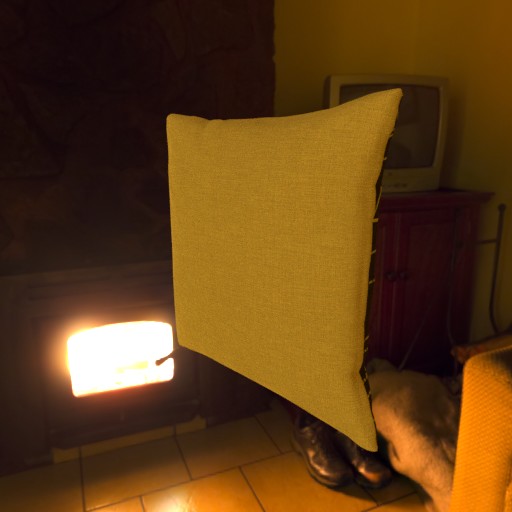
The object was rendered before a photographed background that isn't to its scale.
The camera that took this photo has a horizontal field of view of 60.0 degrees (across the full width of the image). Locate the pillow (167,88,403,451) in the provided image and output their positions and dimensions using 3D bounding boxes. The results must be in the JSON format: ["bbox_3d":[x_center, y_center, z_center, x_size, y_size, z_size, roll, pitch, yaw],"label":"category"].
[{"bbox_3d":[0.000,0.000,0.778,0.158,0.508,0.517,-12,18,-42],"label":"pillow"}]
